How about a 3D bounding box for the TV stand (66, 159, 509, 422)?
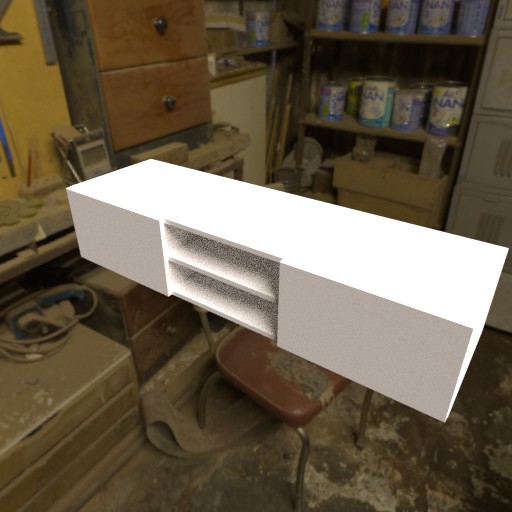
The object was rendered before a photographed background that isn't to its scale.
[{"bbox_3d":[0.000,0.000,1.493,1.400,0.310,0.420,19,35,30],"label":"TV stand"}]
